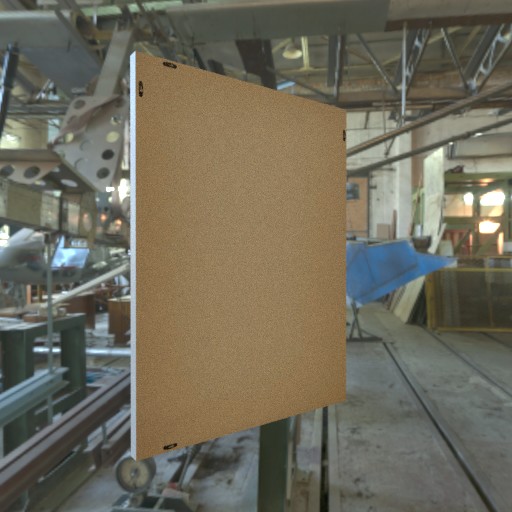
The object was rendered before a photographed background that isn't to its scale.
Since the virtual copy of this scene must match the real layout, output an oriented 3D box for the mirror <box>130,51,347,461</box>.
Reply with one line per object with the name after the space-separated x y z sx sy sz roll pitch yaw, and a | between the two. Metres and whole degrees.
0.000 0.000 1.335 0.762 1.016 0.040 0 0 -36 | mirror
